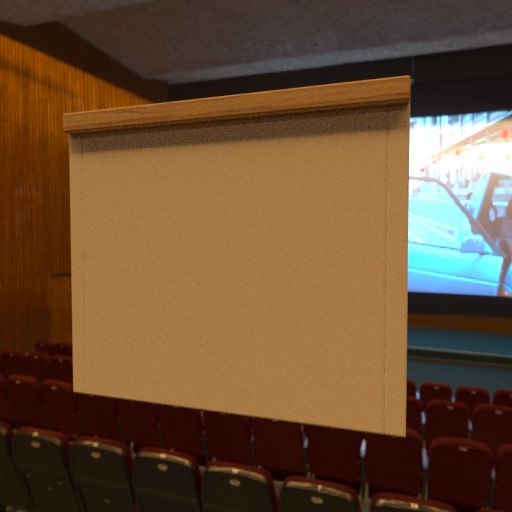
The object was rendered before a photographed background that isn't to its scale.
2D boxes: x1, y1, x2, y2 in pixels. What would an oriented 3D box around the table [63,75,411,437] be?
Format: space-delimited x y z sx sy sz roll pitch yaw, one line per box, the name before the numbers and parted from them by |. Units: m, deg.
table | 0.000 0.000 0.772 0.500 0.440 0.360 1 2 19
